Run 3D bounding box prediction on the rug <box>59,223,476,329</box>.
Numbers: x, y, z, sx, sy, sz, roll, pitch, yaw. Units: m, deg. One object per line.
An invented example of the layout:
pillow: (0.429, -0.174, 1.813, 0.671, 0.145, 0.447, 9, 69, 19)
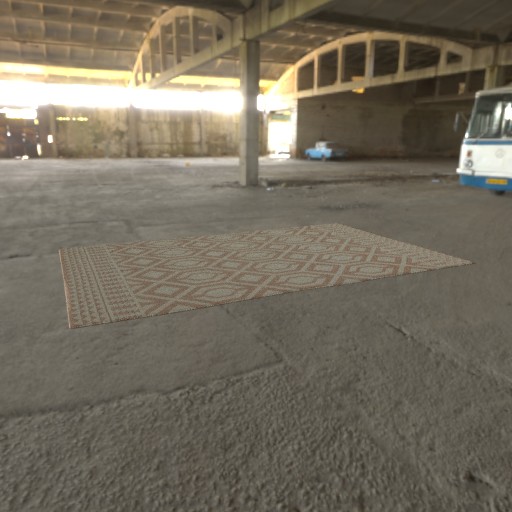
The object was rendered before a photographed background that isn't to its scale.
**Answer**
rug: (0.000, 0.000, 3.028, 2.435, 0.011, 1.526, -7, 16, -24)
